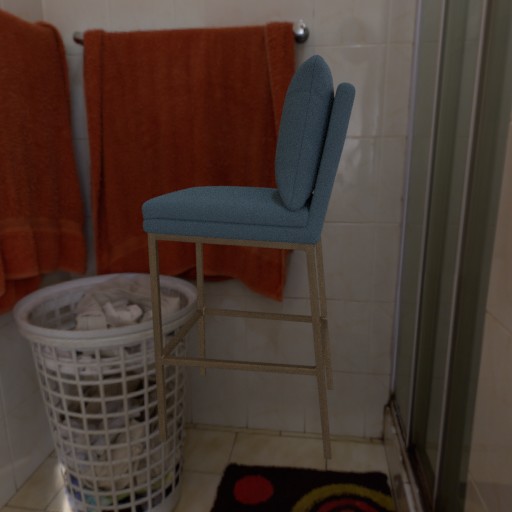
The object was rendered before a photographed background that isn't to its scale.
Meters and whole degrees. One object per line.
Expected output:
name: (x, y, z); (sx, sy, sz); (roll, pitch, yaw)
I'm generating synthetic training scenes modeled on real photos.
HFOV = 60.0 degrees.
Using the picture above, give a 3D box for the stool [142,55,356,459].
stool: (0.000, 0.000, 1.434); (0.568, 1.124, 0.463); (2, 14, 10)
